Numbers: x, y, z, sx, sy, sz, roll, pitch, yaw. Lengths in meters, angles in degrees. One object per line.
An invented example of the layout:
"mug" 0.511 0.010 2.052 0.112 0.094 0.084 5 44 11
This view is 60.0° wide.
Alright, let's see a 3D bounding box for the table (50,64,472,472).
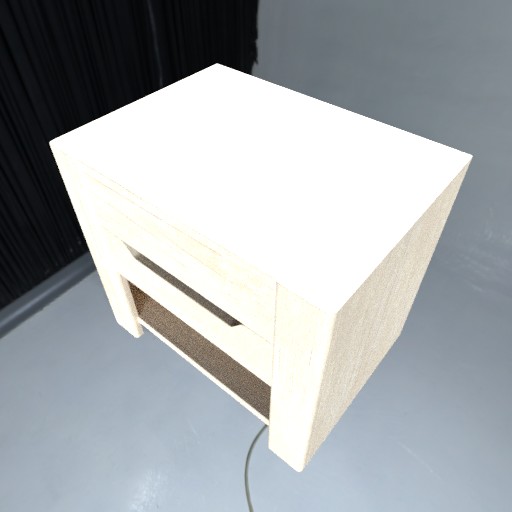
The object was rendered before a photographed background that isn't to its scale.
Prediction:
"table" 0.000 0.000 0.917 0.570 0.510 0.420 31 53 26
